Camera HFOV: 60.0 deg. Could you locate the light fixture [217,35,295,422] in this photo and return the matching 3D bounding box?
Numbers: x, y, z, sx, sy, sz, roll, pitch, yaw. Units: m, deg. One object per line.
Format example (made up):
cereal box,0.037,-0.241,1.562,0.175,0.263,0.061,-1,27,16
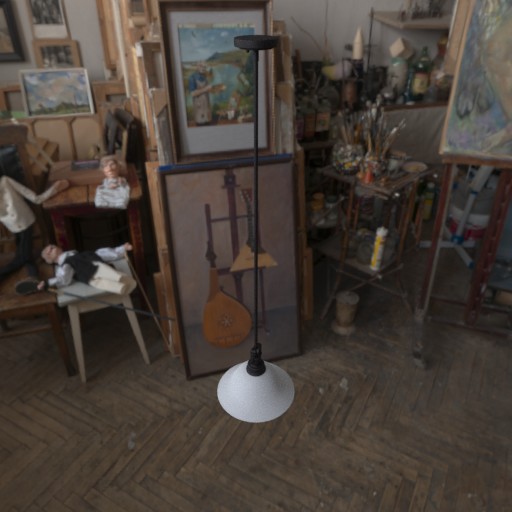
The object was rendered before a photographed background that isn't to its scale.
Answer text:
light fixture,0.000,0.000,1.503,0.324,1.337,0.324,21,38,30
